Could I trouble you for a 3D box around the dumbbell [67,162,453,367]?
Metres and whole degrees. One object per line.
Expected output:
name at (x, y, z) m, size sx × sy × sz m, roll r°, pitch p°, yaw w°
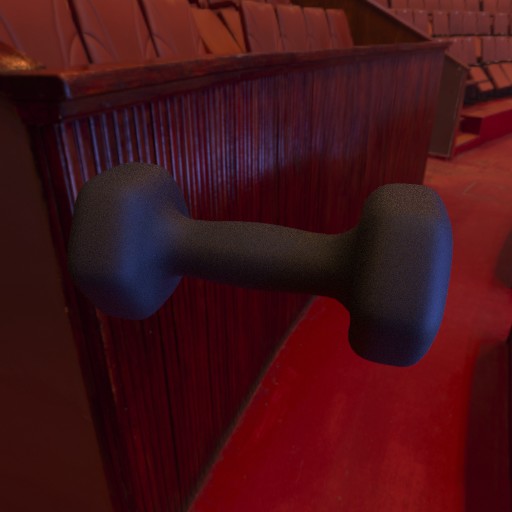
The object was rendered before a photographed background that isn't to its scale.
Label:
dumbbell at (0.000, 0.000, 0.290) m, size 0.231 × 0.101 × 0.112 m, roll 8°, pitch 28°, yaw 14°
